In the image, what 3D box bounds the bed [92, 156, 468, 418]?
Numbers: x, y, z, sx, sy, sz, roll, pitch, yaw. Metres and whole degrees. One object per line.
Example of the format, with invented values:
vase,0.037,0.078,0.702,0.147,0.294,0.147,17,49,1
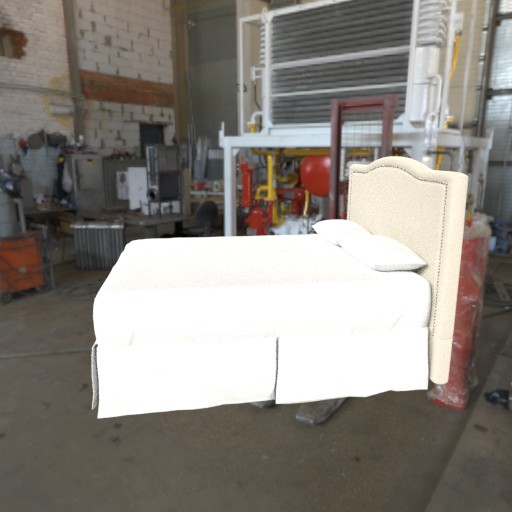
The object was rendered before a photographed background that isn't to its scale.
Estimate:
bed,0.000,0.000,3.310,2.196,1.449,1.741,-2,13,-8
